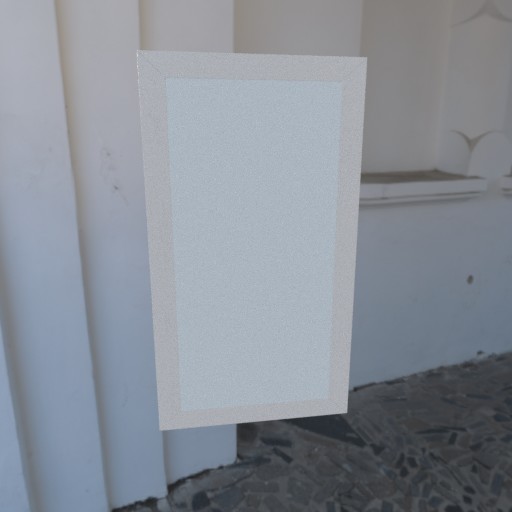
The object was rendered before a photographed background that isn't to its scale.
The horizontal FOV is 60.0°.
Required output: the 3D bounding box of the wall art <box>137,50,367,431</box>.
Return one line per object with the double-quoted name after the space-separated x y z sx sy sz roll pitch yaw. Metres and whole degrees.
0.000 0.000 0.812 0.380 0.683 0.013 -2 14 -9 "wall art"
